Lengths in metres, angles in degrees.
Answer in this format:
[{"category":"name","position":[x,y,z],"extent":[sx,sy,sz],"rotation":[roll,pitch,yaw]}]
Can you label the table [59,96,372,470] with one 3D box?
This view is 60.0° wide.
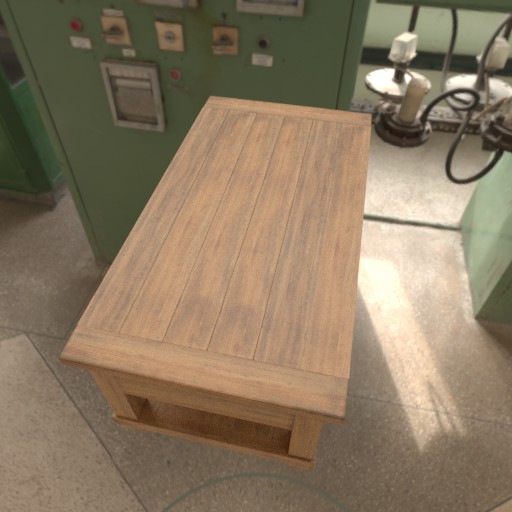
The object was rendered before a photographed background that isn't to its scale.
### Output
[{"category":"table","position":[0.000,0.000,1.597],"extent":[0.693,0.494,1.270],"rotation":[9,49,8]}]
